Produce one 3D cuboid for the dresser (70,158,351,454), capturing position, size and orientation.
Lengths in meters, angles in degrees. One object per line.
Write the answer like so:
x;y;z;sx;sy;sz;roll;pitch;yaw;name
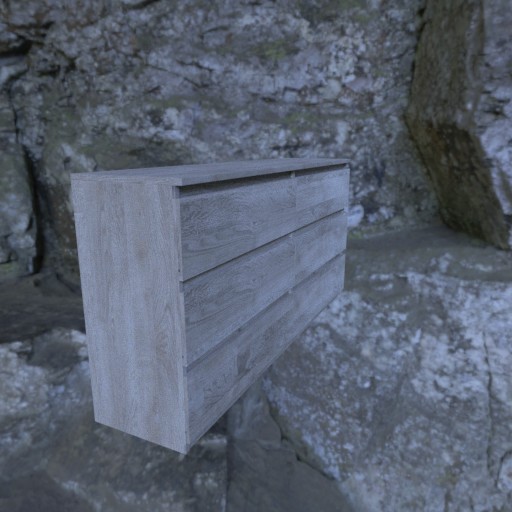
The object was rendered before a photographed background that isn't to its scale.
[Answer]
0.000;0.000;1.950;0.390;0.795;1.590;7;16;25;dresser
